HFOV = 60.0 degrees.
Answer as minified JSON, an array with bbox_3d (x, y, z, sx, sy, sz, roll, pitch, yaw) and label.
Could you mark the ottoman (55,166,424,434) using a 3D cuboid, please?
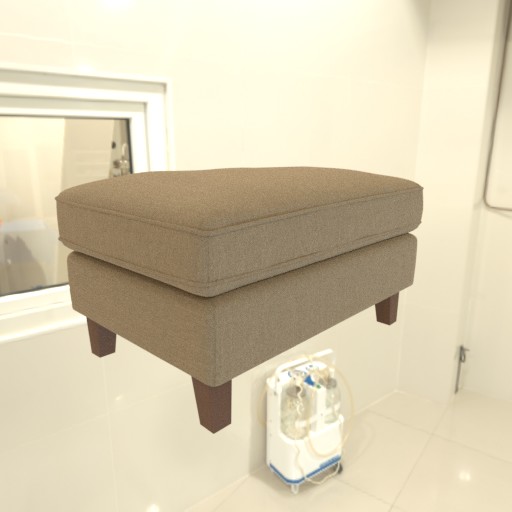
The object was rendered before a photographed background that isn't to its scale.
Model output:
[{"bbox_3d":[0.000,0.000,1.327,0.636,0.521,0.945,13,20,42],"label":"ottoman"}]
